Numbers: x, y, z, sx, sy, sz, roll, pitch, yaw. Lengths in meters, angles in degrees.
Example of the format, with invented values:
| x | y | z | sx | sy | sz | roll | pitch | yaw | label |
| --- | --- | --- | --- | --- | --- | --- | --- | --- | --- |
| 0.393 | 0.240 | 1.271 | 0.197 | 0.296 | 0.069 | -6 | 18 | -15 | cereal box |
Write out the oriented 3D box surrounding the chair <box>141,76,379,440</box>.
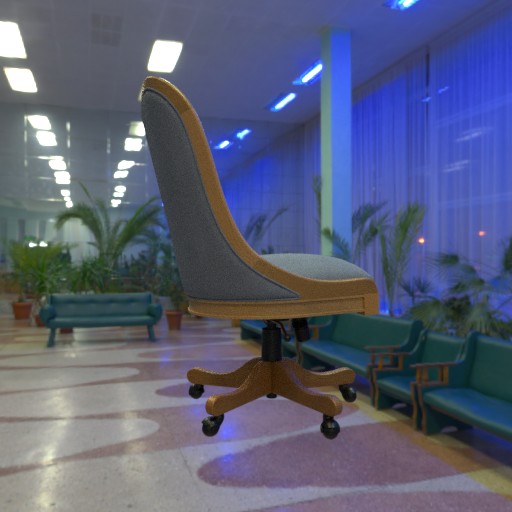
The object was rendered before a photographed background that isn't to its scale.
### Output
| x | y | z | sx | sy | sz | roll | pitch | yaw | label |
| --- | --- | --- | --- | --- | --- | --- | --- | --- | --- |
| 0.000 | 0.000 | 1.472 | 0.735 | 1.031 | 0.605 | 0 | 0 | -18 | chair |
